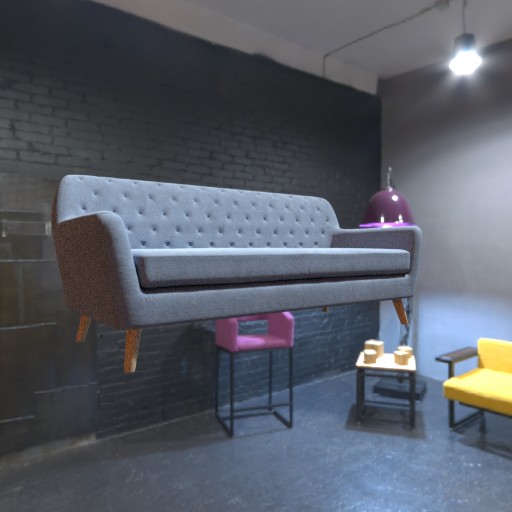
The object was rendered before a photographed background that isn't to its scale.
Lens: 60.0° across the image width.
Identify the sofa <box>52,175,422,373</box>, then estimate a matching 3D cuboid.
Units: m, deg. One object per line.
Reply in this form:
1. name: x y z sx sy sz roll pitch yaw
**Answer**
1. sofa: 0.000 0.000 2.439 1.970 0.830 0.830 -1 1 -37
